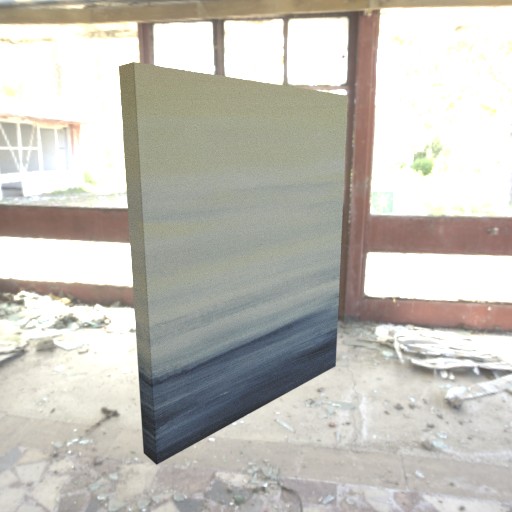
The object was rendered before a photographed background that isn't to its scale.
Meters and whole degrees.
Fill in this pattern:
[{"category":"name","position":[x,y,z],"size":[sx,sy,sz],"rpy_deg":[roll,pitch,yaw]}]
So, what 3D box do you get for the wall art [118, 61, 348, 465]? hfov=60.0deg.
[{"category":"wall art","position":[0.000,0.000,0.829],"size":[0.489,0.608,0.040],"rpy_deg":[-12,18,-43]}]
